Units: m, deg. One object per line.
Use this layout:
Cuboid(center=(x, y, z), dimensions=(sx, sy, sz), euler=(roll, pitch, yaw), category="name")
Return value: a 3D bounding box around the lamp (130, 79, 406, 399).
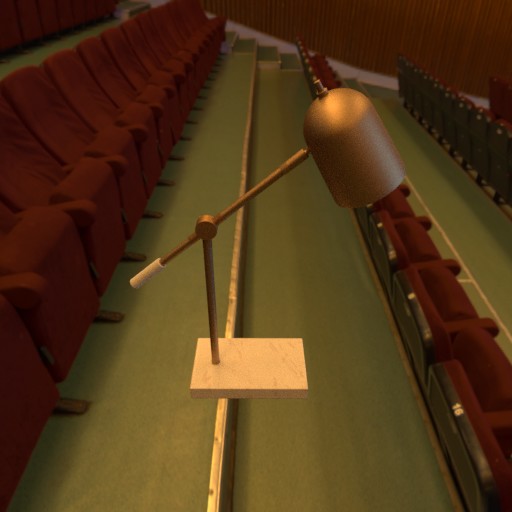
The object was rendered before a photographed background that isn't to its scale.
Cuboid(center=(0.000, 0.000, 0.799), dimensions=(0.471, 0.603, 0.144), euler=(0, 33, 0), category="lamp")
